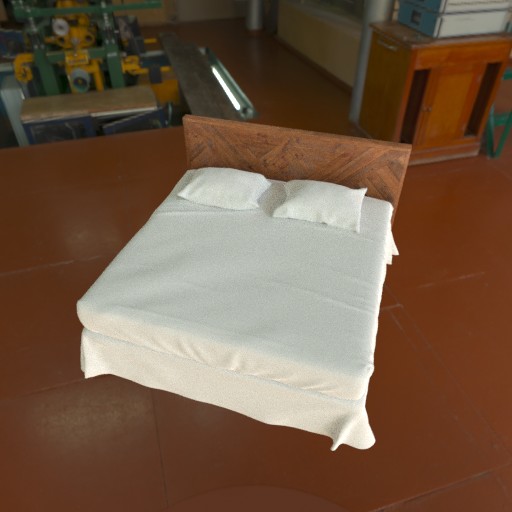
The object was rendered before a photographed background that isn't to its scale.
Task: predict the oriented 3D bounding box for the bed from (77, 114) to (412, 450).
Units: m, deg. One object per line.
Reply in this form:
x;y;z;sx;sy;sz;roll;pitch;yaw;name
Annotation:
0.000;0.000;3.452;2.255;1.158;2.165;12;42;13;bed
